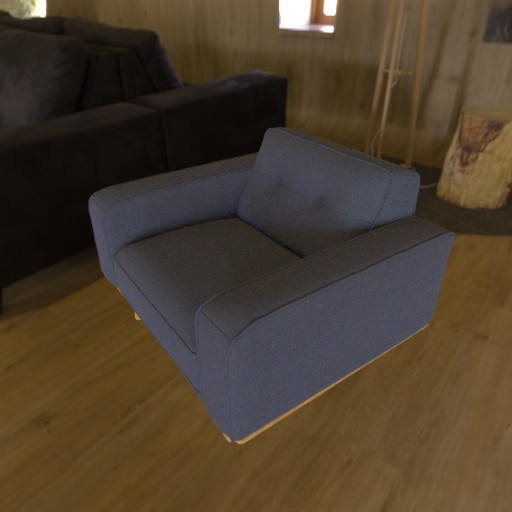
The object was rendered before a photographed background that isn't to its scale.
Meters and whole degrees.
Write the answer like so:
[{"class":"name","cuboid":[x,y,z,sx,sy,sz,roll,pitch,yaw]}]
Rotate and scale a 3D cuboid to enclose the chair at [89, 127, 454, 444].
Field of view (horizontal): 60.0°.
[{"class":"chair","cuboid":[0.000,0.000,1.764,0.953,0.783,1.118,-20,37,-30]}]
